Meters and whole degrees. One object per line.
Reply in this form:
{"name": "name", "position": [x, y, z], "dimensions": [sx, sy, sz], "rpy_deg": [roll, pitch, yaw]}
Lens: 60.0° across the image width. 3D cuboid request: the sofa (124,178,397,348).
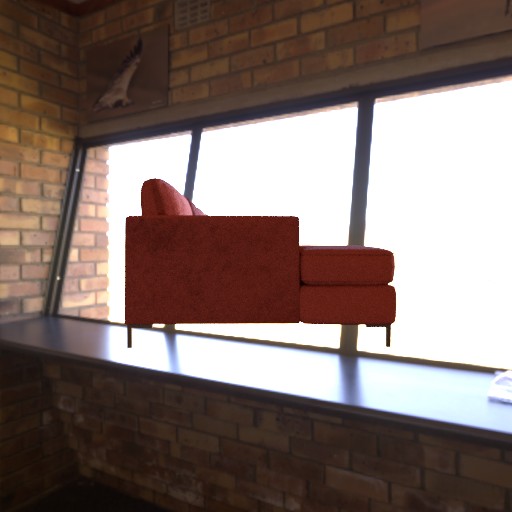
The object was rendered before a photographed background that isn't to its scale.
{"name": "sofa", "position": [0.000, 0.000, 4.086], "dimensions": [1.500, 0.967, 3.400], "rpy_deg": [0, 1, -1]}
